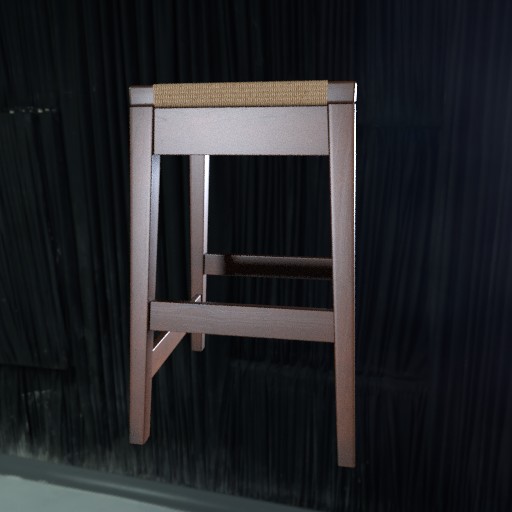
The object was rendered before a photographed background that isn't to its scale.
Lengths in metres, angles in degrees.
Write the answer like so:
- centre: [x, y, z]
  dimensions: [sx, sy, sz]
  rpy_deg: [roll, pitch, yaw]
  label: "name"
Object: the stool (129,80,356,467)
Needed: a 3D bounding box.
- centre: [0.000, 0.000, 1.110]
  dimensions: [0.497, 0.762, 0.507]
  rpy_deg: [2, 14, 9]
  label: "stool"
